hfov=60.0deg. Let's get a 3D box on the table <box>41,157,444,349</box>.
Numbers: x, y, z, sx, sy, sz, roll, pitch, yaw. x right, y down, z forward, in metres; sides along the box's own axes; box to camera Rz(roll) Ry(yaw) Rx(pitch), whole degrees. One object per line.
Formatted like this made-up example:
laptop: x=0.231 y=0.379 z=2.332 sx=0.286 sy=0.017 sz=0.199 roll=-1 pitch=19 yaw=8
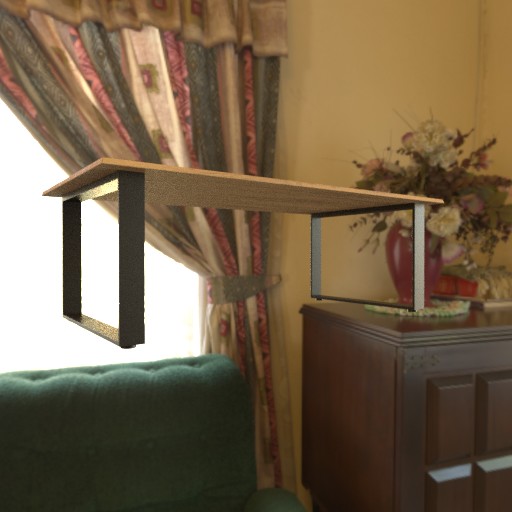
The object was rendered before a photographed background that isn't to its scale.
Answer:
table: x=0.000 y=0.000 z=1.643 sx=1.331 sy=0.445 sz=0.693 roll=0 pitch=0 yaw=-36
